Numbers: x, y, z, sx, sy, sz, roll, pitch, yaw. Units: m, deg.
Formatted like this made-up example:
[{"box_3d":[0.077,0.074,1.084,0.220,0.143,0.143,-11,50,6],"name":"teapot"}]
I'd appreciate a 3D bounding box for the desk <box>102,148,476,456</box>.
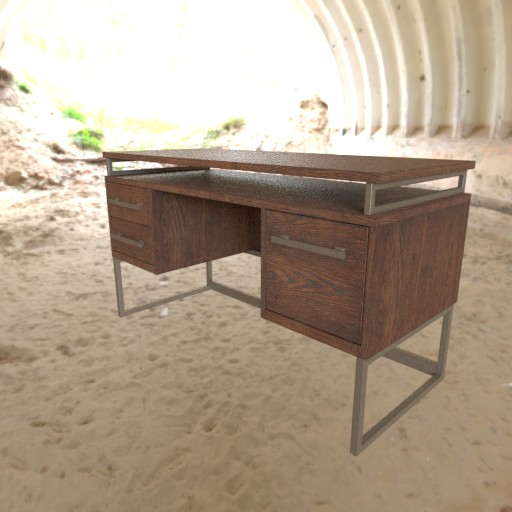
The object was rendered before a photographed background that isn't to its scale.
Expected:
[{"box_3d":[0.000,0.000,1.793,0.610,0.792,1.384,-15,22,-42],"name":"desk"}]
